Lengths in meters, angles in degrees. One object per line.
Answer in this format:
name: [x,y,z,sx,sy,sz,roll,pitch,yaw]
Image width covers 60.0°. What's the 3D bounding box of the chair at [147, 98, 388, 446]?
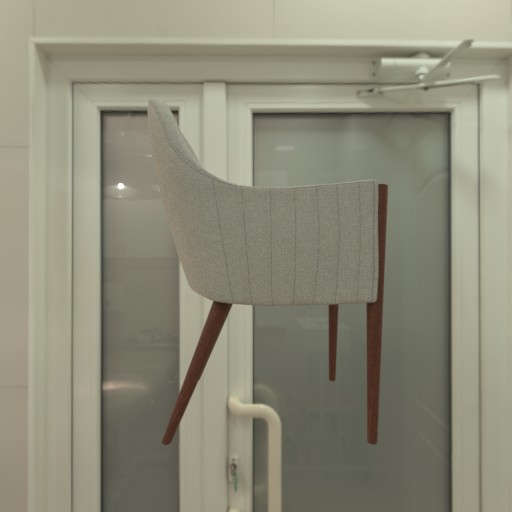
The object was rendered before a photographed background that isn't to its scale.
chair: [0.000,0.000,1.314,0.620,0.889,0.610,0,0,0]
